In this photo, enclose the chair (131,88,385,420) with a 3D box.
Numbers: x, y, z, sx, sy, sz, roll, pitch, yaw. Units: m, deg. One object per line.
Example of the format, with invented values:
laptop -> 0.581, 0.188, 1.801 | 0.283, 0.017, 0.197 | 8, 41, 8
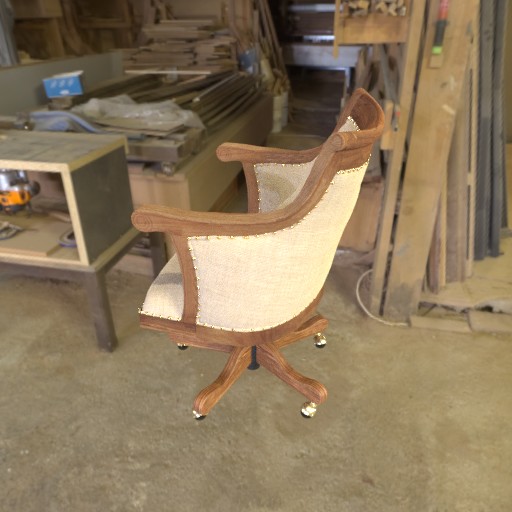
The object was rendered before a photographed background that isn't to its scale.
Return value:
chair -> 0.000, 0.000, 1.437 | 0.689, 0.965, 0.656 | 8, 30, 14
